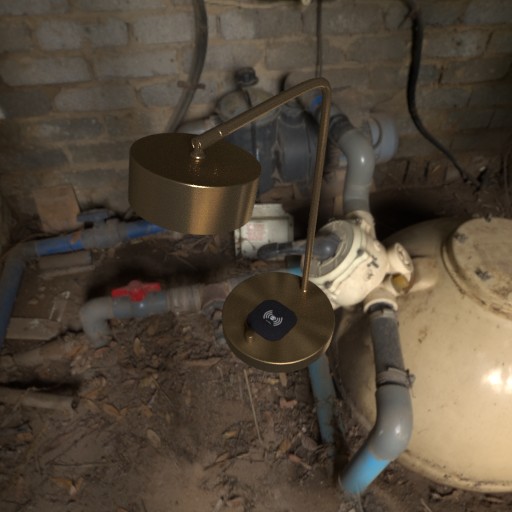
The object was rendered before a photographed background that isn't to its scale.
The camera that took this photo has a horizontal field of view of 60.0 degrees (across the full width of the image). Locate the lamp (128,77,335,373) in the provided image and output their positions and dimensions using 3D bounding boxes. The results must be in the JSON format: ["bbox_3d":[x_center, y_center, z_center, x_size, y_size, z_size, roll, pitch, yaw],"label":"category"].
[{"bbox_3d":[0.000,0.000,0.526,0.171,0.380,0.270,33,55,28],"label":"lamp"}]
